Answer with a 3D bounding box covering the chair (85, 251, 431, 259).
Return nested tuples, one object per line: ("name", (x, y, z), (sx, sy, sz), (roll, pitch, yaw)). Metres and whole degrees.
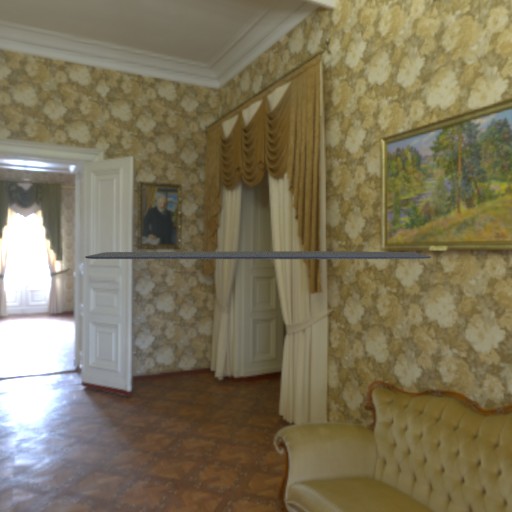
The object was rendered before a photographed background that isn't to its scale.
("chair", (0.000, 0.000, 1.903), (1.372, 0.024, 1.219), (0, 0, 17))
